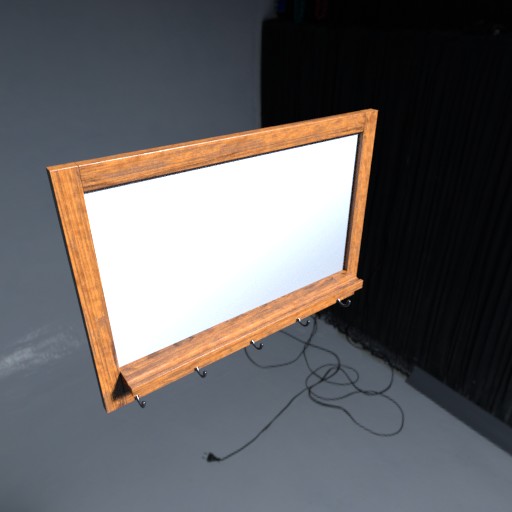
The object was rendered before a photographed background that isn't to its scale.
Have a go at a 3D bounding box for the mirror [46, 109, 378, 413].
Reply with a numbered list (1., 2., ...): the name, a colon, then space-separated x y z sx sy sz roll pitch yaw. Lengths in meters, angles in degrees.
1. mirror: 0.000 0.000 0.993 0.758 0.537 0.084 -20 35 -31
